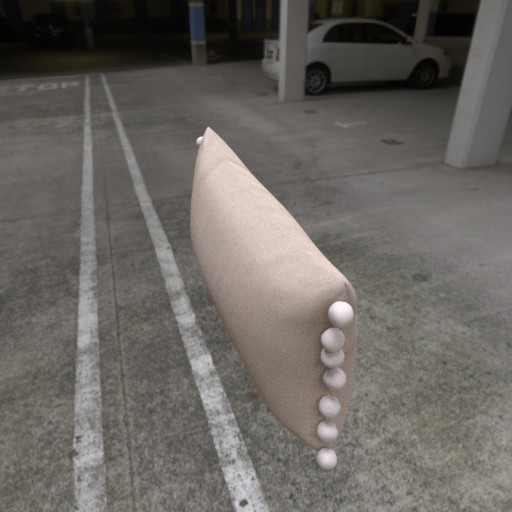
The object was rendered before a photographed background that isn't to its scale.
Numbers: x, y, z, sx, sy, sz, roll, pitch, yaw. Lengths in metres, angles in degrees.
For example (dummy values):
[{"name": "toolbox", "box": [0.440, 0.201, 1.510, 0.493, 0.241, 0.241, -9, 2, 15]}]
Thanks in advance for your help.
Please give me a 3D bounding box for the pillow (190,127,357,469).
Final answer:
[{"name": "pillow", "box": [0.000, 0.000, 0.833, 0.201, 0.322, 0.709, -10, 32, -16]}]
